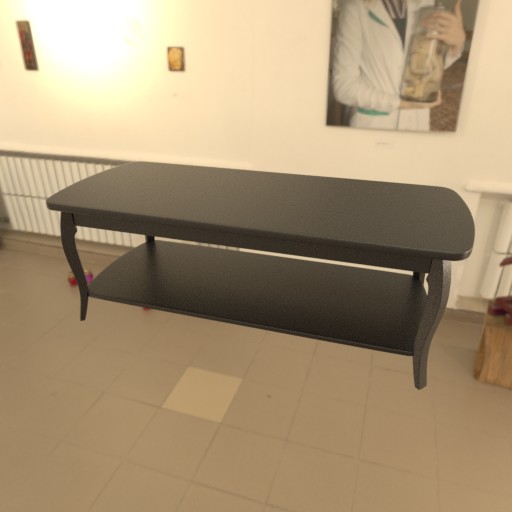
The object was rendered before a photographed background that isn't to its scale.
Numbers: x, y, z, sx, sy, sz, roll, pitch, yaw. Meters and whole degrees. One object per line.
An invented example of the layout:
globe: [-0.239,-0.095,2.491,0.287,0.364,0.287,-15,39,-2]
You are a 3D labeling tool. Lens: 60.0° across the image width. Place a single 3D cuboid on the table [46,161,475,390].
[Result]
table: [0.000,0.000,1.579,1.333,0.457,0.571,8,27,16]
